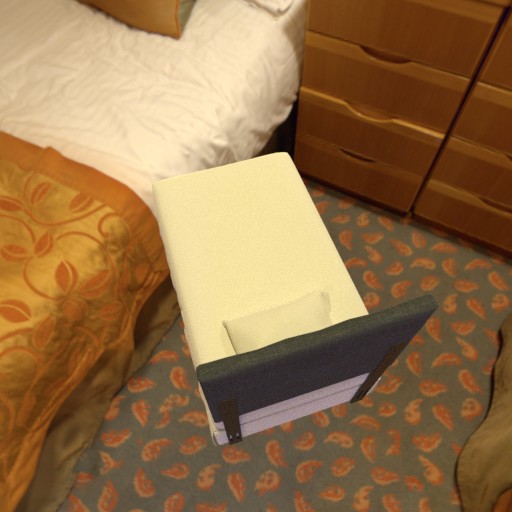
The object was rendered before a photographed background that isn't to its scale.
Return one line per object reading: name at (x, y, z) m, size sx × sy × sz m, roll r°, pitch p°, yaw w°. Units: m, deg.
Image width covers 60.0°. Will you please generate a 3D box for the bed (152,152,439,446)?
bed at (0.000, 0.000, 3.080) m, size 1.261 × 1.571 × 1.997 m, roll -15°, pitch 59°, yaw -9°
